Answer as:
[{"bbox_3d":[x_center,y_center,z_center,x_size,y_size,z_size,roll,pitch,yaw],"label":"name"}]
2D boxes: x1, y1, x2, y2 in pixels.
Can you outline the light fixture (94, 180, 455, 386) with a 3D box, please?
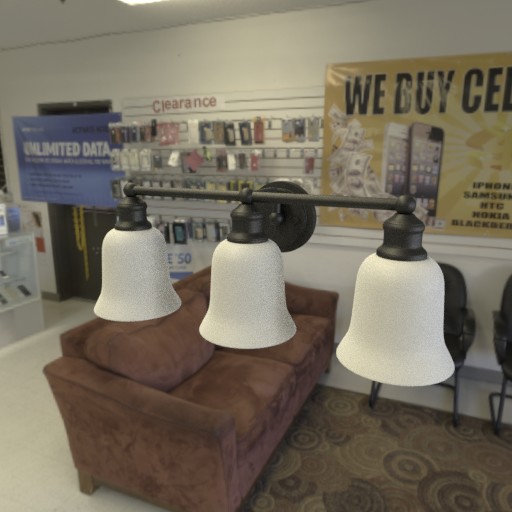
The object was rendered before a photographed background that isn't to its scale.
[{"bbox_3d":[0.000,0.000,0.664,0.570,0.211,0.198,7,15,26],"label":"light fixture"}]
